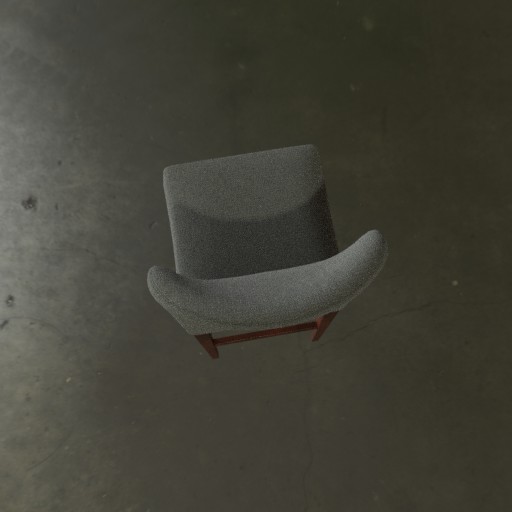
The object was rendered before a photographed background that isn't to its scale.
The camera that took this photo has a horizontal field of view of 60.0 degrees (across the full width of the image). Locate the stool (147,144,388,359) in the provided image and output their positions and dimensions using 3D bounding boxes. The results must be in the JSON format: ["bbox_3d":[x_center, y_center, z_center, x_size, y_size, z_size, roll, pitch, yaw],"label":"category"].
[{"bbox_3d":[0.000,0.000,1.383,0.486,1.069,0.568,-9,75,-3],"label":"stool"}]
